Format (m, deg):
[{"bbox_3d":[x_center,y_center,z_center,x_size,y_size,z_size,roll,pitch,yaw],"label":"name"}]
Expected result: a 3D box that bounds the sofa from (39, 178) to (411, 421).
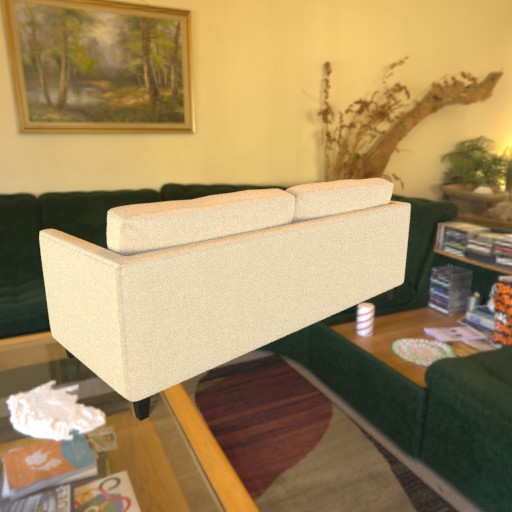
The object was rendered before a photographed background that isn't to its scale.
[{"bbox_3d":[0.000,0.000,2.957,2.434,0.965,0.948,-14,21,-42],"label":"sofa"}]
